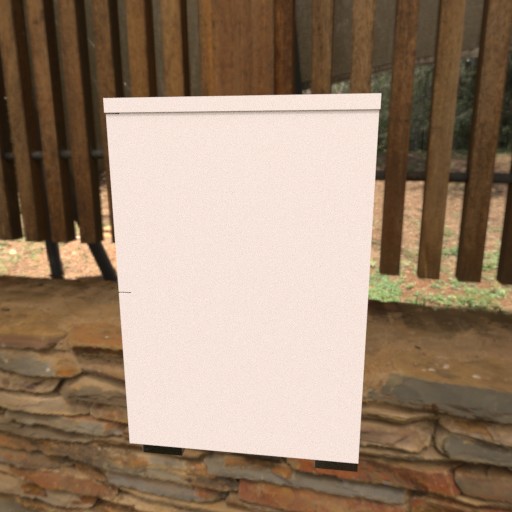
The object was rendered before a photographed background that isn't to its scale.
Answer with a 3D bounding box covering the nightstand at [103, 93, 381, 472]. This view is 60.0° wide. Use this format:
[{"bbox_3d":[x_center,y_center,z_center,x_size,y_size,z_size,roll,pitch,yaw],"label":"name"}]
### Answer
[{"bbox_3d":[0.000,0.000,0.750,0.325,0.460,0.441,2,13,8],"label":"nightstand"}]
